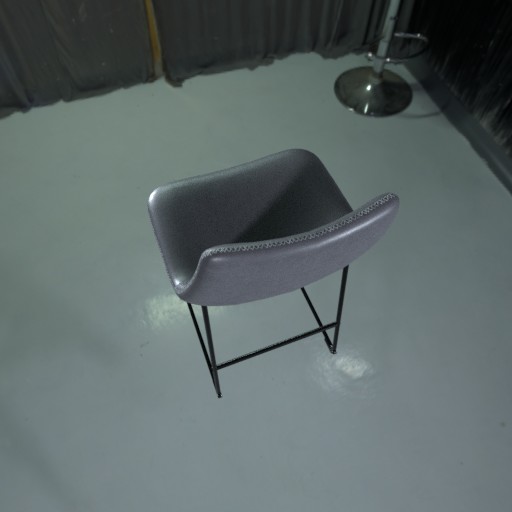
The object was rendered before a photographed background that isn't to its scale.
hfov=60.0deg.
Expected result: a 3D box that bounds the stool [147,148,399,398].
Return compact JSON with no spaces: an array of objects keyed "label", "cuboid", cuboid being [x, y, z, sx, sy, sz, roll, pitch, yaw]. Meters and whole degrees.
[{"label":"stool","cuboid":[0.000,0.000,1.185,0.470,0.876,0.546,-18,60,-11]}]
